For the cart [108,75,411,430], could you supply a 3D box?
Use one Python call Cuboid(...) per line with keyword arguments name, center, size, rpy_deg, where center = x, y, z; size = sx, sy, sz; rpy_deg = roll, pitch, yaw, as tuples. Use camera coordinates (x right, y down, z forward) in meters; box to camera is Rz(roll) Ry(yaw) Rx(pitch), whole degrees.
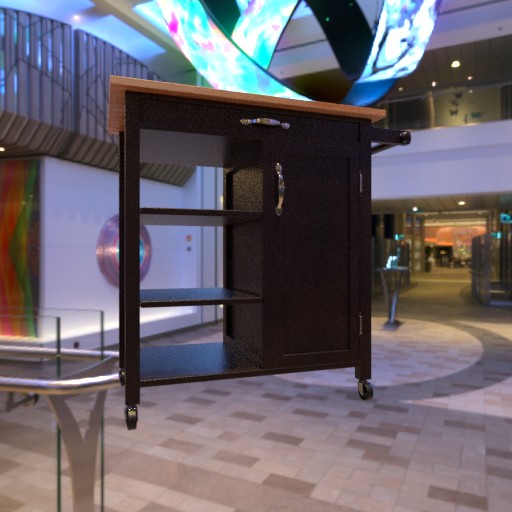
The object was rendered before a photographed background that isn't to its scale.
Cuboid(name="cart", center=(0.000, 0.000, 1.450), size=(0.914, 0.878, 0.472), rpy_deg=(0, 0, -19))
